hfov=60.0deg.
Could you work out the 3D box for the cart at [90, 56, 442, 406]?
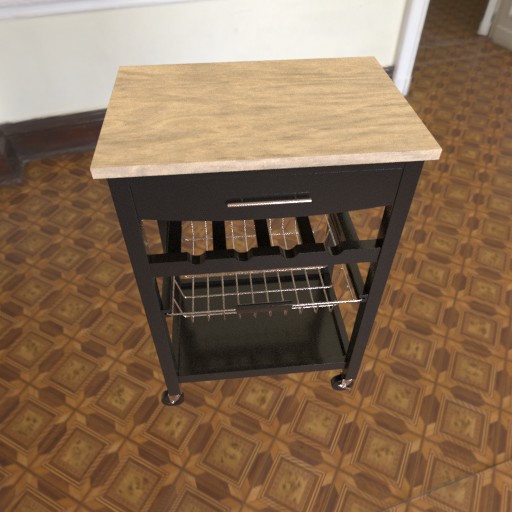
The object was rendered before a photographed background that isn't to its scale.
[{"bbox_3d":[0.000,0.000,1.151,0.584,0.839,0.403,-4,45,-4],"label":"cart"}]
